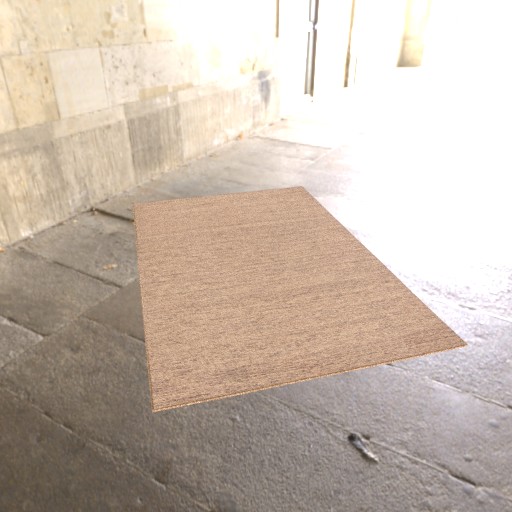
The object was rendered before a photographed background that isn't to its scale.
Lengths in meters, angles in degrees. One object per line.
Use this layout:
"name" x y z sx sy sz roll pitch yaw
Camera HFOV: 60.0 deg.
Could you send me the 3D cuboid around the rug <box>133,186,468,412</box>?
"rug" 0.000 0.000 2.376 1.225 0.013 1.840 -8 30 -14
